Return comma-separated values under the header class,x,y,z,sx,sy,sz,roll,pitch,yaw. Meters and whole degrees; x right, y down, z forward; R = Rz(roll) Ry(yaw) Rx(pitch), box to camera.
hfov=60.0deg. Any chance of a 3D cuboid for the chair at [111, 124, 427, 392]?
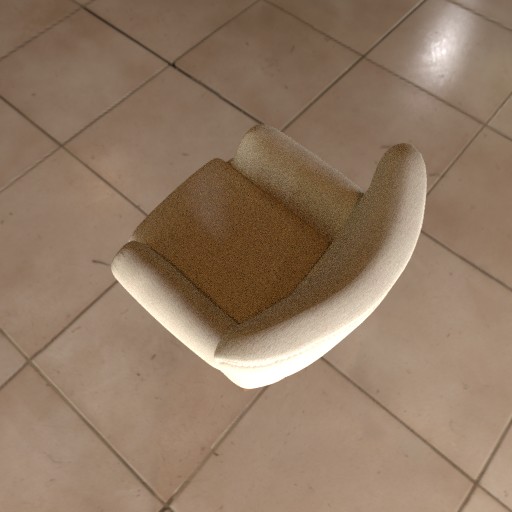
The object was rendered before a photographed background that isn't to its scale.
class,x,y,z,sx,sy,sz,roll,pitch,yaw
chair,0.000,0.000,1.655,0.921,0.936,0.861,37,69,16
